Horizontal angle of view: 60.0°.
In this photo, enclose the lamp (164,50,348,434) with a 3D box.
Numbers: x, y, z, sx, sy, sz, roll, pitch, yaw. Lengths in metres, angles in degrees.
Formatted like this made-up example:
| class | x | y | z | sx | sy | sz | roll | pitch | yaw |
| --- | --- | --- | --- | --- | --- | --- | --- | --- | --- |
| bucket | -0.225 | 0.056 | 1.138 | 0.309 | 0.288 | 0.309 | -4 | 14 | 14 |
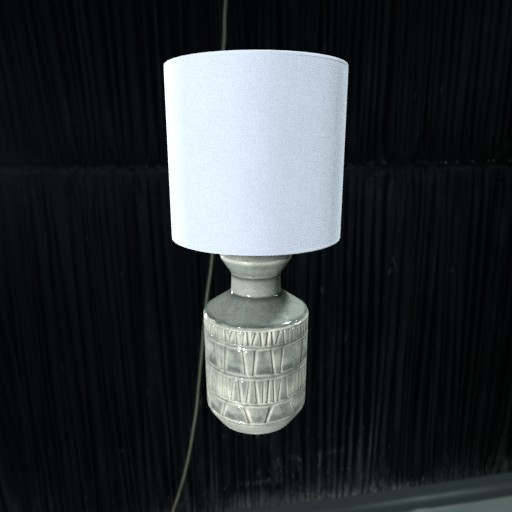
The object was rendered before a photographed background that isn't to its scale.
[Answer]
| class | x | y | z | sx | sy | sz | roll | pitch | yaw |
| --- | --- | --- | --- | --- | --- | --- | --- | --- | --- |
| lamp | 0.000 | 0.000 | 0.574 | 0.211 | 0.455 | 0.211 | -3 | 15 | -11 |
